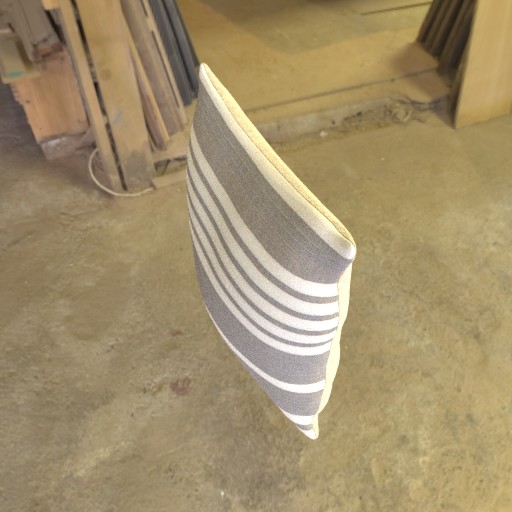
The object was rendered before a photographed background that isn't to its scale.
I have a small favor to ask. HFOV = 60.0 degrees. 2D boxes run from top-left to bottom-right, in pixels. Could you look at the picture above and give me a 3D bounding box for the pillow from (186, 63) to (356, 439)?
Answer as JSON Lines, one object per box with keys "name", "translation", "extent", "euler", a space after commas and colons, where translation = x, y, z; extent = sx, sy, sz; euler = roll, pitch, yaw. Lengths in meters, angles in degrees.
{"name": "pillow", "translation": [0.000, 0.000, 0.686], "extent": [0.182, 0.440, 0.439], "euler": [-17, 48, -16]}
